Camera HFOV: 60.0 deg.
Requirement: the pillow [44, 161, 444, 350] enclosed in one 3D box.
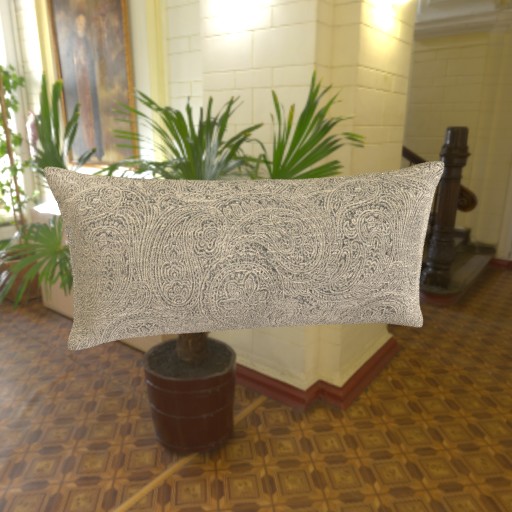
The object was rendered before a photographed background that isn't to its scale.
[{"bbox_3d":[0.000,0.000,0.717,0.615,0.295,0.151,-2,16,-8],"label":"pillow"}]
